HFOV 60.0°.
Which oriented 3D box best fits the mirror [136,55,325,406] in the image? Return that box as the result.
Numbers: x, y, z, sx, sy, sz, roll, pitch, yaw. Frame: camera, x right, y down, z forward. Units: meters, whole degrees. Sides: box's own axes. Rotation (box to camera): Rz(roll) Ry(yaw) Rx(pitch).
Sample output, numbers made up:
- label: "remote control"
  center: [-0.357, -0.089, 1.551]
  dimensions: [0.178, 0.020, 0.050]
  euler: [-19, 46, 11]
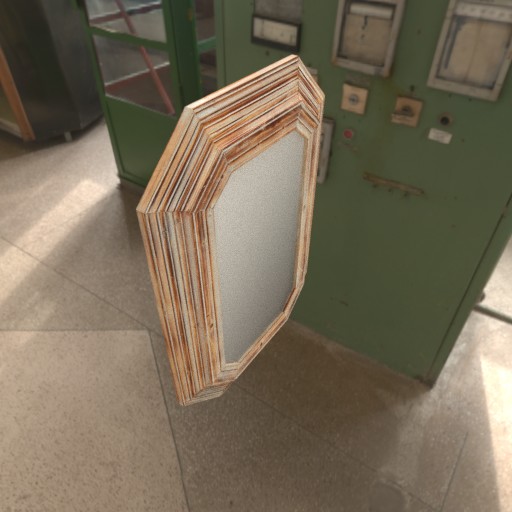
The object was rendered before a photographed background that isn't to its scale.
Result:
- label: "mirror"
  center: [0.000, 0.000, 1.295]
  dimensions: [0.061, 1.015, 0.709]
  euler: [25, 47, 26]
